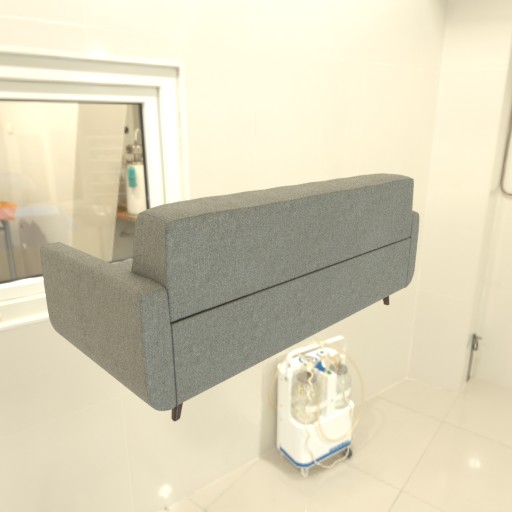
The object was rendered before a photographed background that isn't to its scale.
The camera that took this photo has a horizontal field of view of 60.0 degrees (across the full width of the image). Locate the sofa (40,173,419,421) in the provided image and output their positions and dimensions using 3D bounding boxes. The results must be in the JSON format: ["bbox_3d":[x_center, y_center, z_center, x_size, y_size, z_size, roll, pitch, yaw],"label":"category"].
[{"bbox_3d":[0.000,0.000,2.539,2.055,0.873,0.968,-16,23,-43],"label":"sofa"}]
